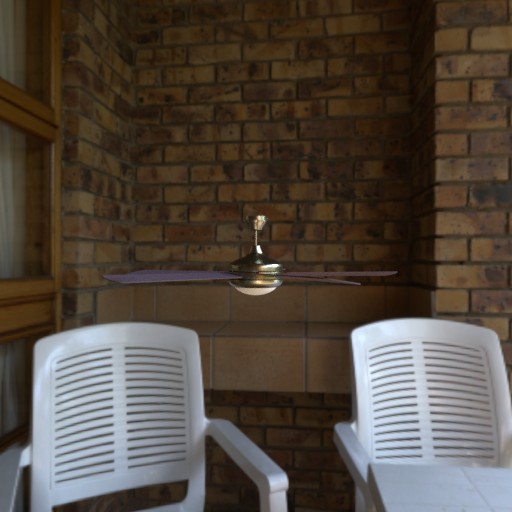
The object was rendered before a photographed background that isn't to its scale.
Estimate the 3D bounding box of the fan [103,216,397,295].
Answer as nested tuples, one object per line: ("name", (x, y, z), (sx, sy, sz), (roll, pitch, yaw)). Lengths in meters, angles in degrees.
("fan", (0.000, 0.000, 2.015), (1.321, 0.356, 1.321), (0, 0, 1))
